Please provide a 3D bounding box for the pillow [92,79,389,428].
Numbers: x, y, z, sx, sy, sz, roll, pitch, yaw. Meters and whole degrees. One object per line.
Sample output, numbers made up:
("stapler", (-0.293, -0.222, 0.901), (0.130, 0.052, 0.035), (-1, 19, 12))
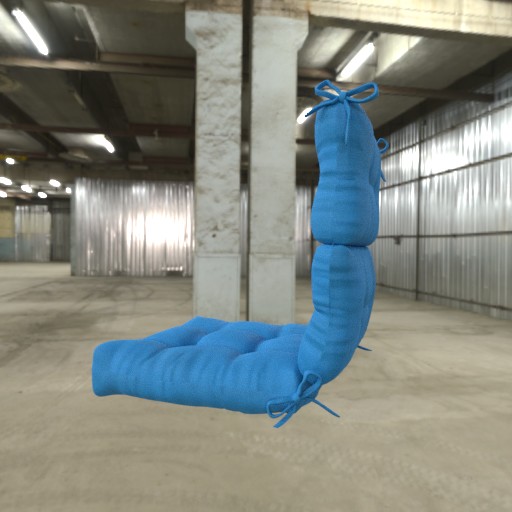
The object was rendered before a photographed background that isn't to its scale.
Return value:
("pillow", (0.000, 0.000, 1.017), (0.571, 0.605, 0.519), (0, 1, 19))
